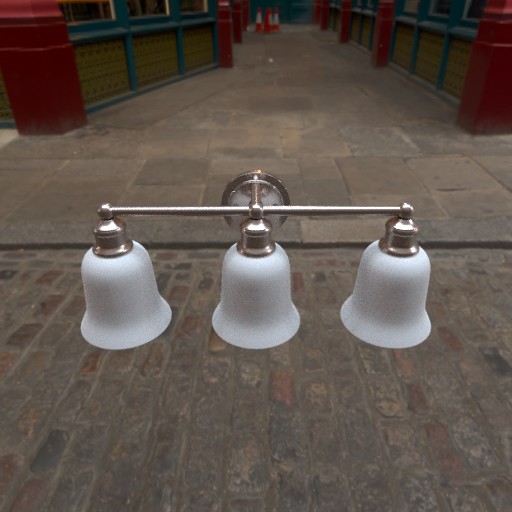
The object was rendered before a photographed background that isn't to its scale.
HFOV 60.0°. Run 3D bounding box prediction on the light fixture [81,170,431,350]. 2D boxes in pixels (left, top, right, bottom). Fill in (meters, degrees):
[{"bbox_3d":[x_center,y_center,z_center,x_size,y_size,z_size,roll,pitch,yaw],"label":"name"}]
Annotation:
[{"bbox_3d":[0.000,0.000,0.700,0.570,0.211,0.198,0,31,0],"label":"light fixture"}]
